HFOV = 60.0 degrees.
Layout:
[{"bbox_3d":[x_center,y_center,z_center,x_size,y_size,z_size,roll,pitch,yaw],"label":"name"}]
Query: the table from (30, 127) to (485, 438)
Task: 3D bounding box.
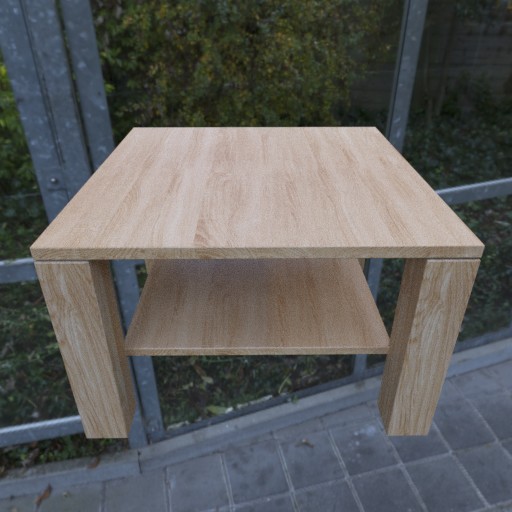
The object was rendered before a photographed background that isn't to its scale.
[{"bbox_3d":[0.000,0.000,1.094,0.700,0.450,0.700,0,31,0],"label":"table"}]
